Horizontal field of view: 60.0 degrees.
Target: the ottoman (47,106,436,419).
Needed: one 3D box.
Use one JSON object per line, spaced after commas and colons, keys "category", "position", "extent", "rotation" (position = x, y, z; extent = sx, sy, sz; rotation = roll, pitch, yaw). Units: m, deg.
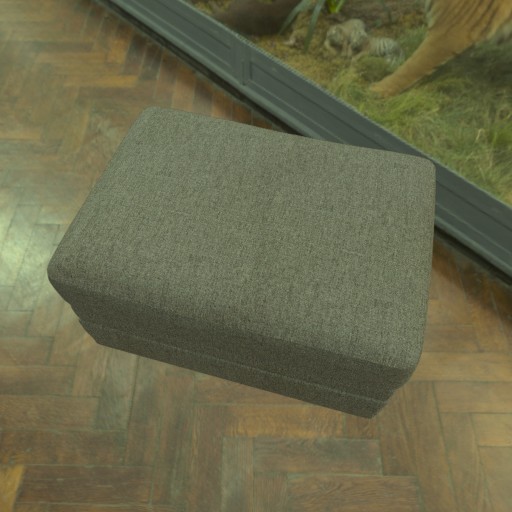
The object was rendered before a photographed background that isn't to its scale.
{"category": "ottoman", "position": [0.000, 0.000, 1.268], "extent": [0.885, 0.478, 0.637], "rotation": [13, 59, 8]}
